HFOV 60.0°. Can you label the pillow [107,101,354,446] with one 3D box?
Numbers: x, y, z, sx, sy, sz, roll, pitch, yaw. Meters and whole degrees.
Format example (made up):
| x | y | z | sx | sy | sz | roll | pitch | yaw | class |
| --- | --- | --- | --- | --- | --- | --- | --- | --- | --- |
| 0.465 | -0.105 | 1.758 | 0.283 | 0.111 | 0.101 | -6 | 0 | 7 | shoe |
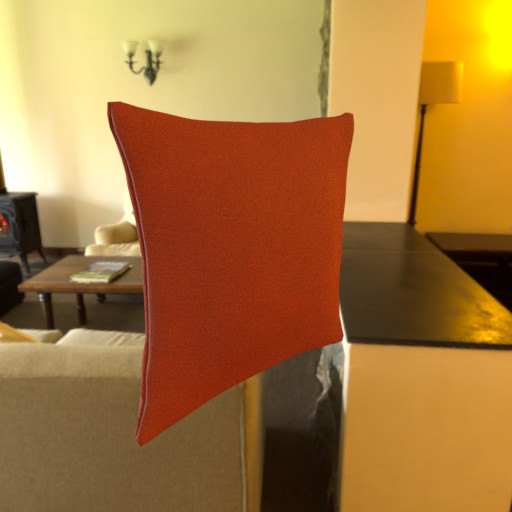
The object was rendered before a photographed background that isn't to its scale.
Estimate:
| x | y | z | sx | sy | sz | roll | pitch | yaw | class |
| --- | --- | --- | --- | --- | --- | --- | --- | --- | --- |
| 0.000 | 0.000 | 0.655 | 0.435 | 0.416 | 0.151 | -15 | 21 | -41 | pillow |
